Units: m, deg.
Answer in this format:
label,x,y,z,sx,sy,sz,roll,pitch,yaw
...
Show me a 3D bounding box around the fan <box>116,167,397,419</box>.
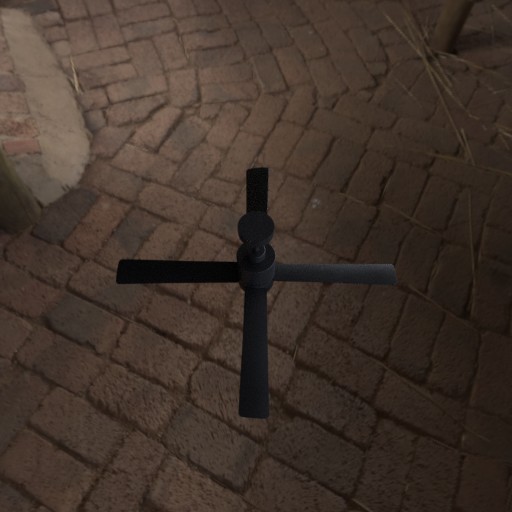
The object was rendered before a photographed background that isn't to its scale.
label,x,y,z,sx,sy,sz,roll,pitch,yaw
fan,0.000,0.000,2.276,1.525,0.534,1.525,1,59,1
